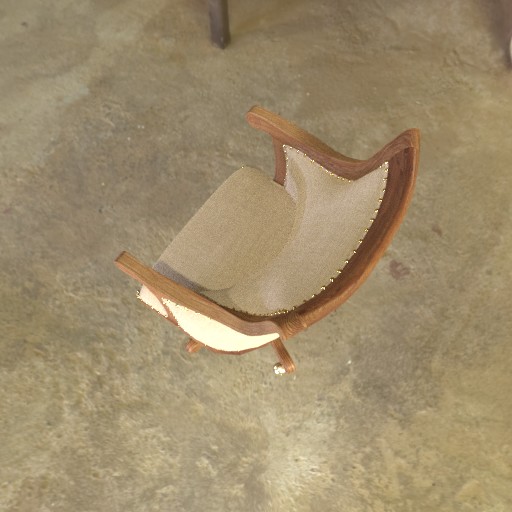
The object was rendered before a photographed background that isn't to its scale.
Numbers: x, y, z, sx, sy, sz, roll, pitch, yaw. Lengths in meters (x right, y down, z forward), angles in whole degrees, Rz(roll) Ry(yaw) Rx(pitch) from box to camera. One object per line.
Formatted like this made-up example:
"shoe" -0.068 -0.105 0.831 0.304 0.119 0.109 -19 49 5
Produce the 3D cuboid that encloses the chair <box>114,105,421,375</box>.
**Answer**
"chair" 0.000 0.000 1.441 0.689 0.965 0.656 31 68 14
